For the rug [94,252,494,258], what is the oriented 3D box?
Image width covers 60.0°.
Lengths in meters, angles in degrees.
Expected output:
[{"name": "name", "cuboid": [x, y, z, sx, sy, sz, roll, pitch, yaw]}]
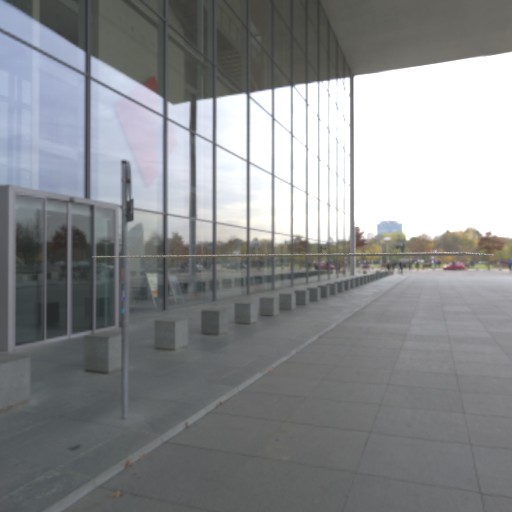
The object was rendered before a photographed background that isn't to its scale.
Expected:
[{"name": "rug", "cuboid": [0.000, 0.000, 2.666, 2.464, 0.005, 0.660, -1, -1, 37]}]
